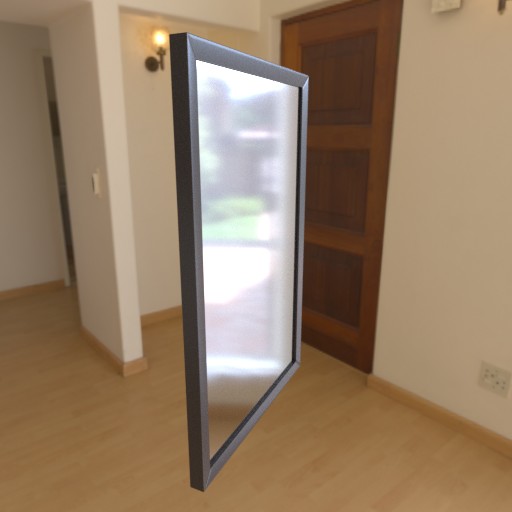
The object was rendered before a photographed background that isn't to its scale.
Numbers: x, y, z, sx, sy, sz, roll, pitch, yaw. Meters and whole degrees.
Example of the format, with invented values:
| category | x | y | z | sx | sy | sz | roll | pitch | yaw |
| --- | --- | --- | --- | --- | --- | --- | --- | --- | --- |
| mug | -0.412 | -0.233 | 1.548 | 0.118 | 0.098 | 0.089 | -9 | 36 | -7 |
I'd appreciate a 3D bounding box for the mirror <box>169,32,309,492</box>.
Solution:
| category | x | y | z | sx | sy | sz | roll | pitch | yaw |
| --- | --- | --- | --- | --- | --- | --- | --- | --- | --- |
| mirror | 0.000 | 0.000 | 1.120 | 0.040 | 0.915 | 0.609 | 7 | 17 | 25 |
